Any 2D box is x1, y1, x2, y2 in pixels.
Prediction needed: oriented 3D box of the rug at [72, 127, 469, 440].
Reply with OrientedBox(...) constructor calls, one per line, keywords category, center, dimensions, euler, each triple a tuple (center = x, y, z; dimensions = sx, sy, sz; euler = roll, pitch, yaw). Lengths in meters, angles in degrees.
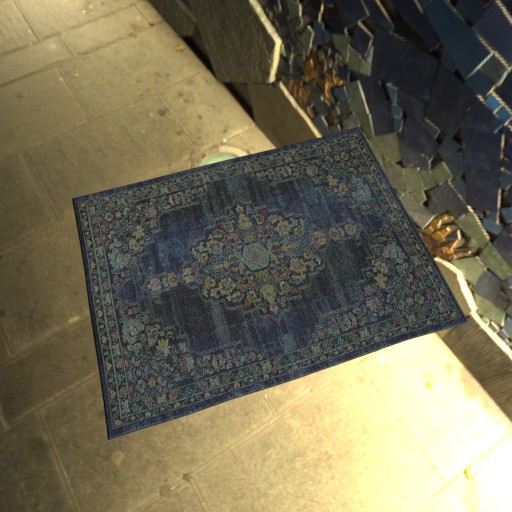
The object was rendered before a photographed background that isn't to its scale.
OrientedBox(category="rug", center=(0.000, 0.000, 4.761), dimensions=(3.612, 0.035, 2.716), euler=(-16, 64, -8))
